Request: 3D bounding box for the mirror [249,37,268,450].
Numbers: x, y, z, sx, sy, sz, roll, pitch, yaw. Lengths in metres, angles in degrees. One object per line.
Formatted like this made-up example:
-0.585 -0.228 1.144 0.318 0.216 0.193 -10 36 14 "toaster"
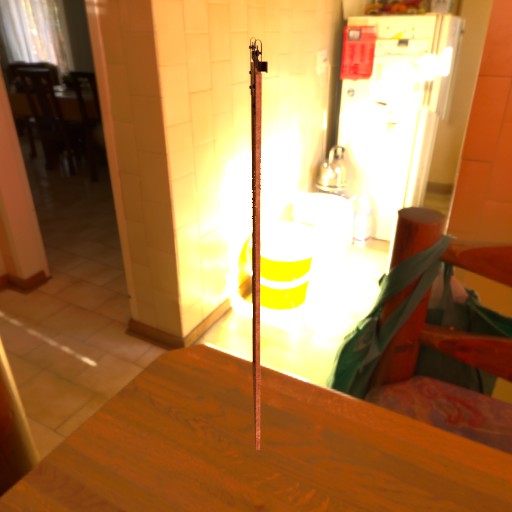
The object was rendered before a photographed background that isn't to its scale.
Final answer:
0.000 0.000 2.033 0.042 1.793 0.847 -1 27 -2 "mirror"
